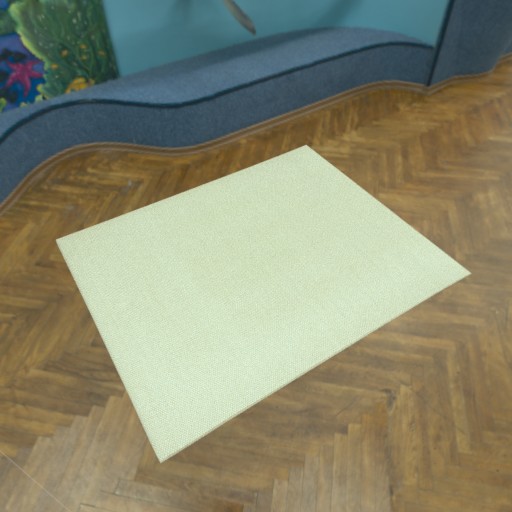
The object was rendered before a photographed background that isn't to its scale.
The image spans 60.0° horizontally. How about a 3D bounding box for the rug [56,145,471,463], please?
[{"bbox_3d":[0.000,0.000,4.135,3.039,0.018,2.462,-25,52,-22],"label":"rug"}]
